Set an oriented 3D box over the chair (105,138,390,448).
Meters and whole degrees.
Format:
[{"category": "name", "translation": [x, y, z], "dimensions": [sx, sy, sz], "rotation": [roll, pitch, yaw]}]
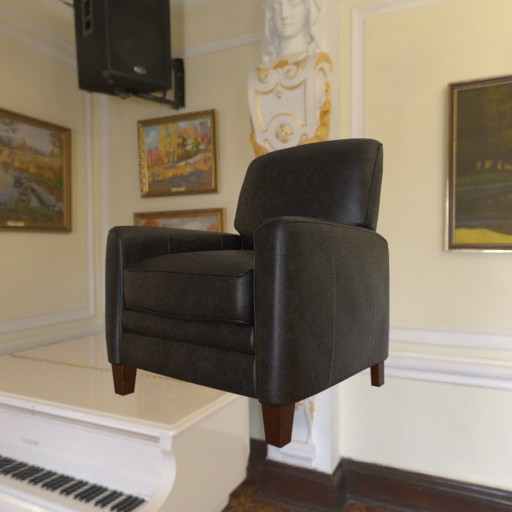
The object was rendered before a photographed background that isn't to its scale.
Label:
[{"category": "chair", "translation": [0.000, 0.000, 1.695], "dimensions": [0.848, 1.014, 0.864], "rotation": [1, 1, 38]}]
